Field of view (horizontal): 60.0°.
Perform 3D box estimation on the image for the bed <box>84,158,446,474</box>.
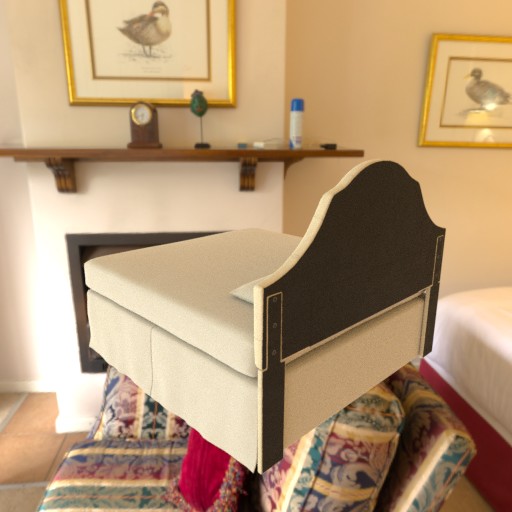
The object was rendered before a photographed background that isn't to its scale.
[{"bbox_3d":[0.000,0.000,3.439,2.012,1.555,2.086,-14,21,-42],"label":"bed"}]
